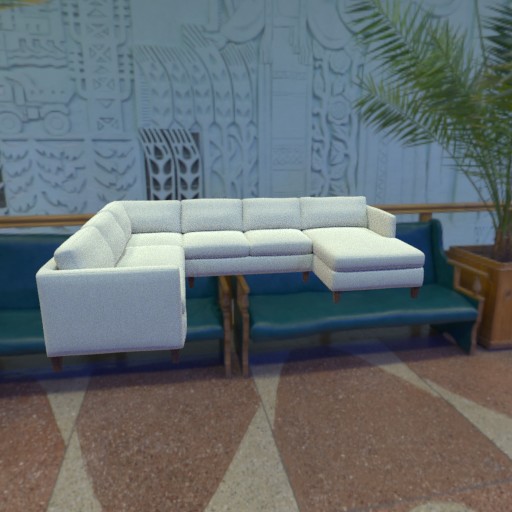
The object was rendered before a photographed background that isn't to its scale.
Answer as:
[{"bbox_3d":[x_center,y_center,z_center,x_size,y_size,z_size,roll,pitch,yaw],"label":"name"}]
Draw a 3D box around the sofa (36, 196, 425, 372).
[{"bbox_3d":[0.000,0.000,4.269,3.238,0.853,2.551,-2,15,-9],"label":"sofa"}]
